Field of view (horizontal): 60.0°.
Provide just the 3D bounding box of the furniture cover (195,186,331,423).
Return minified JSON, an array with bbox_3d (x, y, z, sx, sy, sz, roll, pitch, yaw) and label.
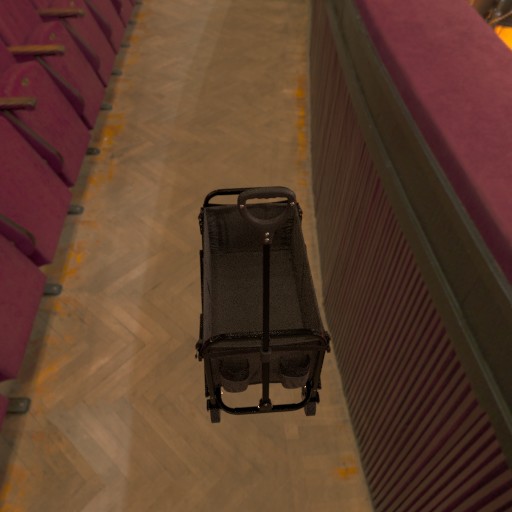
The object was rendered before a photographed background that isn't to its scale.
[{"bbox_3d":[0.000,0.000,1.865,0.532,1.295,1.038,-3,47,-3],"label":"furniture cover"}]
